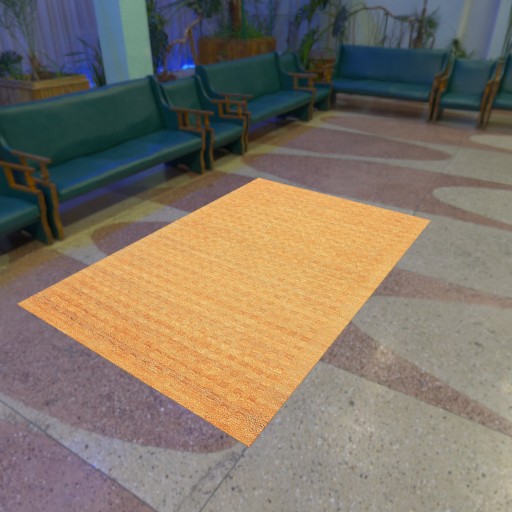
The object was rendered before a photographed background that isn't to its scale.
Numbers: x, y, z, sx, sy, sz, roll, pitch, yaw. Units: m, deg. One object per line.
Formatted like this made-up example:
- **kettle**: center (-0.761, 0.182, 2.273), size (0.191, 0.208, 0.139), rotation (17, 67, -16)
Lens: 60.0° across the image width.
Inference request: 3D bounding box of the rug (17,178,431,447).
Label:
- **rug**: center (0.000, 0.000, 2.806), size (1.524, 0.006, 2.285), rotation (19, 36, 29)
